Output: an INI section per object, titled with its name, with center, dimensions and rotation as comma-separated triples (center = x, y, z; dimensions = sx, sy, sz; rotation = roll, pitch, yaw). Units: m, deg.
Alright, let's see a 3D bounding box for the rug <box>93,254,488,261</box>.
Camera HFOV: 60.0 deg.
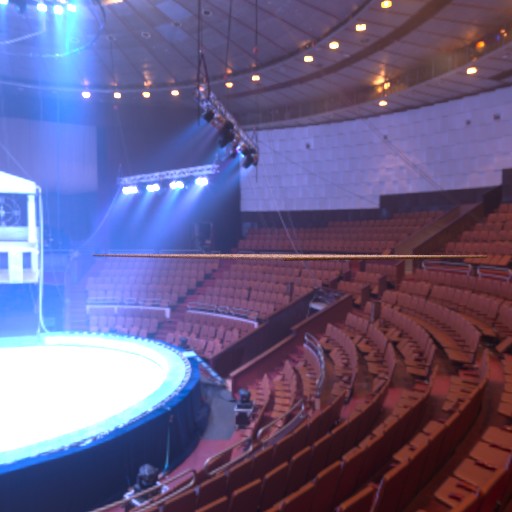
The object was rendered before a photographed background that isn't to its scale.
[rug]
center = 0.000, 0.000, 3.091
dimensions = 1.526, 0.012, 2.444
rotation = 0, 1, -36
